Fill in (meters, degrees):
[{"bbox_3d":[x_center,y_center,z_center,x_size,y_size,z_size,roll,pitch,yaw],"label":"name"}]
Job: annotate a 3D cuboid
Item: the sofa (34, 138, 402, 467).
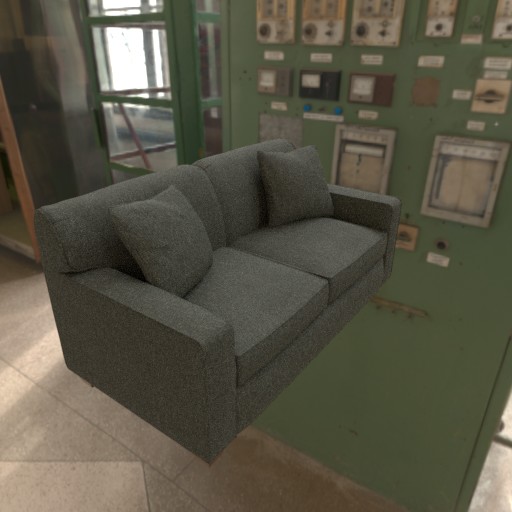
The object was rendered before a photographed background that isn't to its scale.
[{"bbox_3d":[0.000,0.000,2.407,0.998,0.958,1.846,18,31,32],"label":"sofa"}]
